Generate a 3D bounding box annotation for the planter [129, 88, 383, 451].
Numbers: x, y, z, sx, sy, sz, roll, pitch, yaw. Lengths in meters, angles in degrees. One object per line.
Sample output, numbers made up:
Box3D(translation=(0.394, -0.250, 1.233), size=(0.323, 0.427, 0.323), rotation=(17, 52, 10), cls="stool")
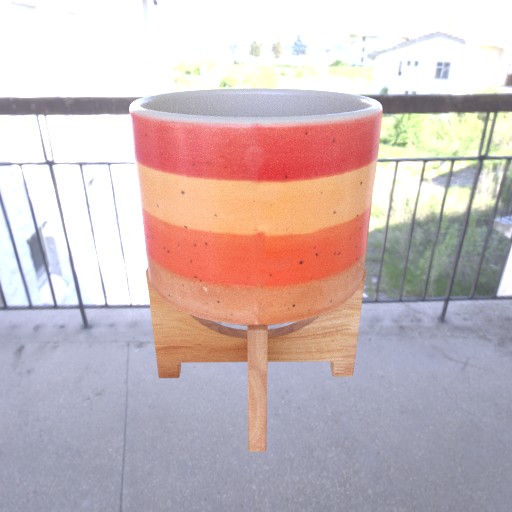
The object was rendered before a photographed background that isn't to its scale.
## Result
Box3D(translation=(0.000, 0.000, 0.400), size=(0.199, 0.268, 0.199), rotation=(0, 26, 0), cls="planter")
